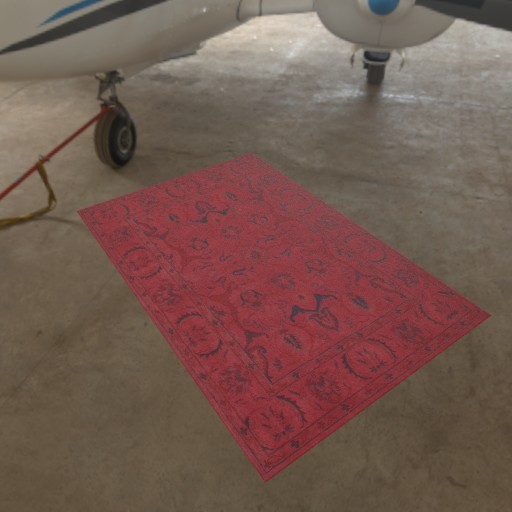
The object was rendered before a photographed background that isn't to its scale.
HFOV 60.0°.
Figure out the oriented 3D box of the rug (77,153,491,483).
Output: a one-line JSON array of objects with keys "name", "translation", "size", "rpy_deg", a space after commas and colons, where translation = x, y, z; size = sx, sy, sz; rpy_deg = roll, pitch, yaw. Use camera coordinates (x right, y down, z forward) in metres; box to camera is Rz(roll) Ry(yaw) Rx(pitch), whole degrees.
[{"name": "rug", "translation": [0.000, 0.000, 2.211], "size": [1.209, 0.008, 1.814], "rpy_deg": [-25, 46, -26]}]
